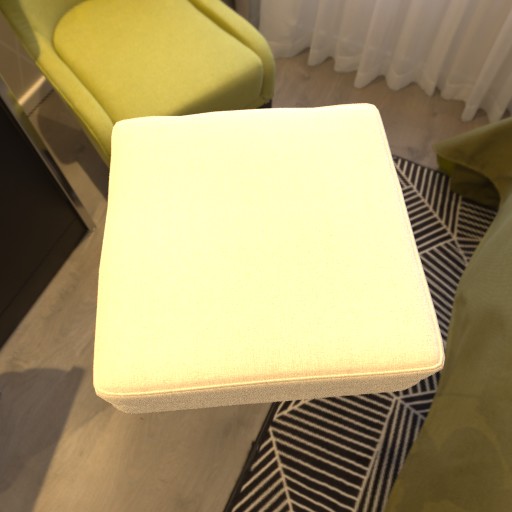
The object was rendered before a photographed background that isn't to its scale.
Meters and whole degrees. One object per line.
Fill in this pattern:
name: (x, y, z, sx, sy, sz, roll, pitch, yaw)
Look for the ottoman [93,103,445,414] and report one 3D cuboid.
ottoman: (0.000, 0.000, 1.344, 0.838, 0.478, 0.838, -4, 64, -2)
